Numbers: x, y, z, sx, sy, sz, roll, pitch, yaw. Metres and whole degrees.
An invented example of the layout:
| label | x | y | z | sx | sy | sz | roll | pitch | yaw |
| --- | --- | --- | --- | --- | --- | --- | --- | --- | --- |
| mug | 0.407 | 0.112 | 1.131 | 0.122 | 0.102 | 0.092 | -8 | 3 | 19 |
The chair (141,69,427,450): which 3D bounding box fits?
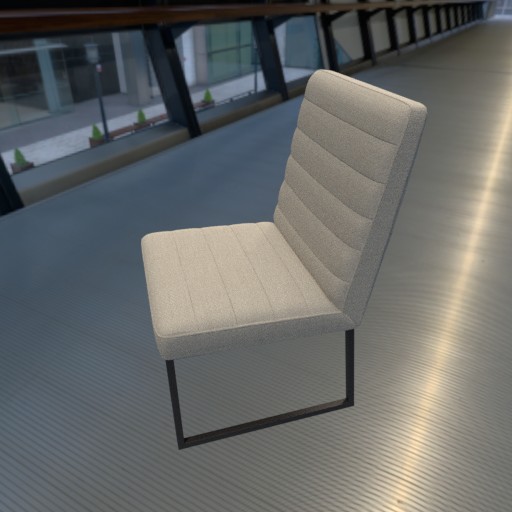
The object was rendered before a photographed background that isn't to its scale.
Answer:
| label | x | y | z | sx | sy | sz | roll | pitch | yaw |
| --- | --- | --- | --- | --- | --- | --- | --- | --- | --- |
| chair | 0.000 | 0.000 | 1.289 | 0.634 | 0.930 | 0.520 | -9 | 32 | -14 |
